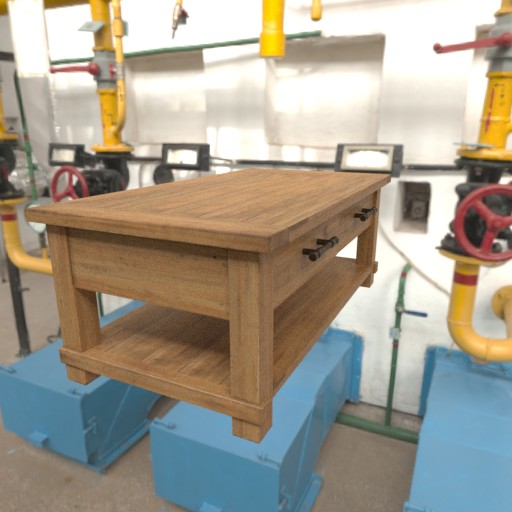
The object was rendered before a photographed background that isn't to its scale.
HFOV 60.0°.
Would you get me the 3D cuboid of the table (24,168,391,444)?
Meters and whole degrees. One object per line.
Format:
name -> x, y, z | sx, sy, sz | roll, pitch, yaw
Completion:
table -> 0.000, 0.000, 1.584 | 0.693, 0.494, 1.270 | 8, 18, 25
